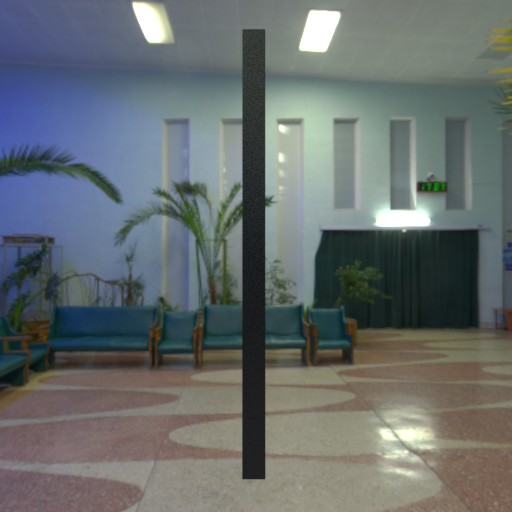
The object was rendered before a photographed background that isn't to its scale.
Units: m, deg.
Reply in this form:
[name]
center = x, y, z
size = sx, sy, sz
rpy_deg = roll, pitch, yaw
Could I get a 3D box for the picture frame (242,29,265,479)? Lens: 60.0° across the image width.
[picture frame]
center = 0.000, 0.000, 0.828
size = 0.029, 0.557, 0.559
rpy_deg = 0, -1, 1
